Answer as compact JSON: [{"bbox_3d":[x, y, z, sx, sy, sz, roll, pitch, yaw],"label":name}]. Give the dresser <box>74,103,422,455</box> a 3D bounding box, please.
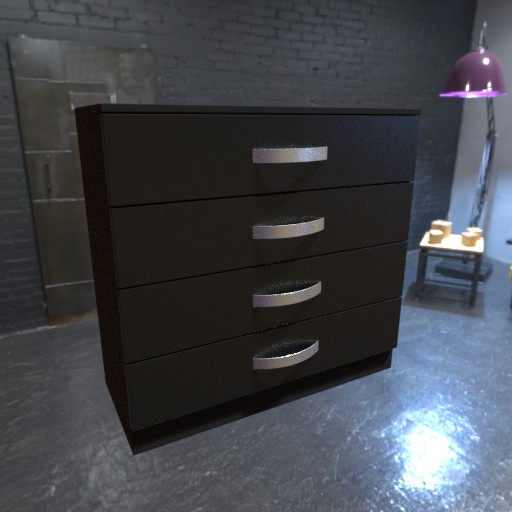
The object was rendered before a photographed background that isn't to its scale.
[{"bbox_3d":[0.000,0.000,1.137,0.750,0.720,0.360,-9,19,-27],"label":"dresser"}]
